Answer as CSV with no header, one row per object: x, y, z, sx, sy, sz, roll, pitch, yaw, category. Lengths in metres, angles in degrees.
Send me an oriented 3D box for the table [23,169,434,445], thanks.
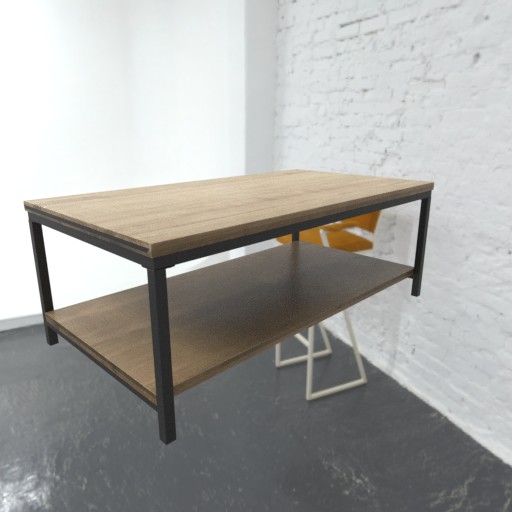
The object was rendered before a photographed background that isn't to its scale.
0.000,0.000,1.324,0.574,0.393,1.062,16,23,42,table
